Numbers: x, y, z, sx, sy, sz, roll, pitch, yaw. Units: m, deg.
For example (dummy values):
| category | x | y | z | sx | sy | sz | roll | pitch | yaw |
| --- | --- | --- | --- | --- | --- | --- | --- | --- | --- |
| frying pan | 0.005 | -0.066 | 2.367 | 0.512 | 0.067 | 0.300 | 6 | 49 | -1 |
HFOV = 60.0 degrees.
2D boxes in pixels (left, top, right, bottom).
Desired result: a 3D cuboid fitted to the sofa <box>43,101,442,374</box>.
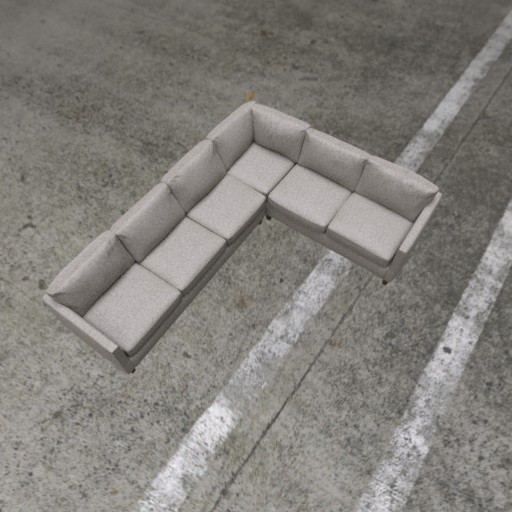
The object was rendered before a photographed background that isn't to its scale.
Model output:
| category | x | y | z | sx | sy | sz | roll | pitch | yaw |
| --- | --- | --- | --- | --- | --- | --- | --- | --- | --- |
| sofa | 0.000 | 0.000 | 4.561 | 2.593 | 0.947 | 3.302 | 31 | 63 | 18 |
